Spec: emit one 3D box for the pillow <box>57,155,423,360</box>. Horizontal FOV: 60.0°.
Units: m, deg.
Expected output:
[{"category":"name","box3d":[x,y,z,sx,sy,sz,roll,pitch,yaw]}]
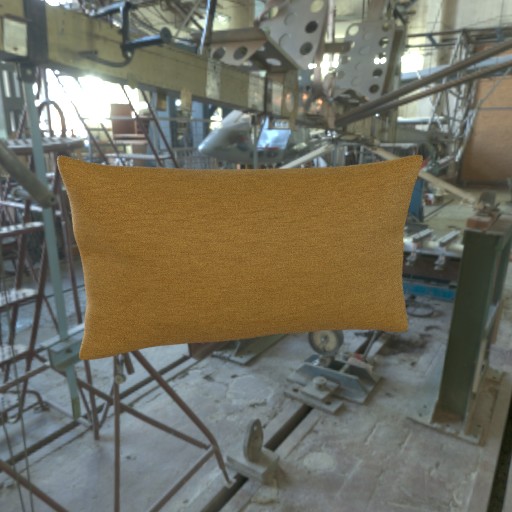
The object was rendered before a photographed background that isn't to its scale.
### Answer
[{"category":"pillow","box3d":[0.000,0.000,0.790,0.634,0.354,0.210,-3,16,-11]}]
